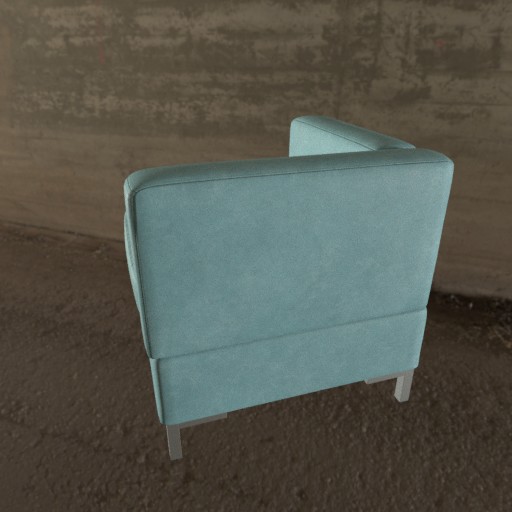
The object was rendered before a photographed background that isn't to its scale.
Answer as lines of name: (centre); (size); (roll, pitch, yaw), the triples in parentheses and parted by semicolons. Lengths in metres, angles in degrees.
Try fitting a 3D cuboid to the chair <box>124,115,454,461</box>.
chair: (0.000, 0.000, 1.224); (0.680, 0.660, 0.680); (-8, 27, -16)
